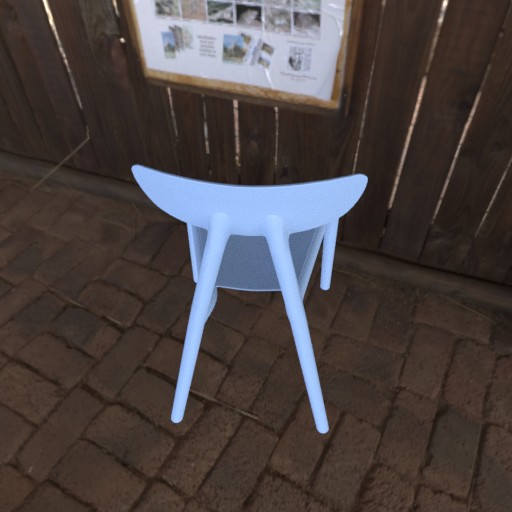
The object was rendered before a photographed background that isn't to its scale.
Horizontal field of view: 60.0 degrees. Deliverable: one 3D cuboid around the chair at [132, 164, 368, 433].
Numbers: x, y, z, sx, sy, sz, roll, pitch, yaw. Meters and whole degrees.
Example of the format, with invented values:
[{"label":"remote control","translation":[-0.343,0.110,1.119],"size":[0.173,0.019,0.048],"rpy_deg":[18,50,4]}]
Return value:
[{"label":"chair","translation":[0.000,0.000,0.826],"size":[0.356,0.580,0.401],"rpy_deg":[3,45,3]}]
